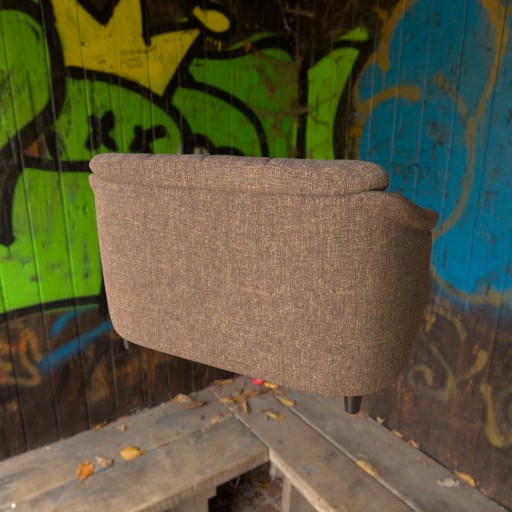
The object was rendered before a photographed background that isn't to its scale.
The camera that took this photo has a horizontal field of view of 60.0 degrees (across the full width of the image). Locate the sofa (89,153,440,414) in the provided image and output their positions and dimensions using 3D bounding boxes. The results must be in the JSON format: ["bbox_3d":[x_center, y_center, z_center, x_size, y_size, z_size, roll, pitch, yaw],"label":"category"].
[{"bbox_3d":[0.000,0.000,1.934,1.404,0.895,0.799,8,18,26],"label":"sofa"}]
